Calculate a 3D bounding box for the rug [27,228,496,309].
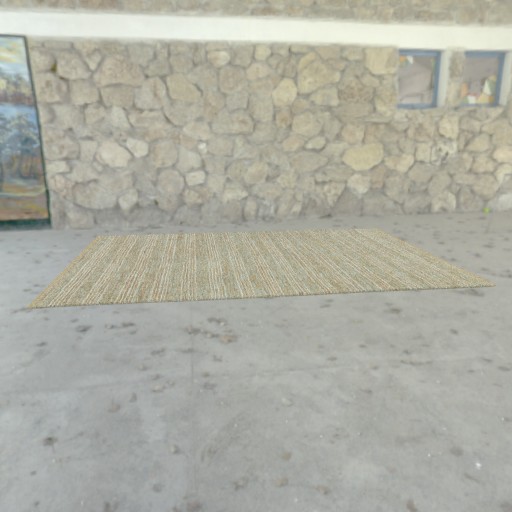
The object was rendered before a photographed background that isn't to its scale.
[{"bbox_3d":[0.000,0.000,2.296,1.824,0.010,1.240,-2,15,-8],"label":"rug"}]
